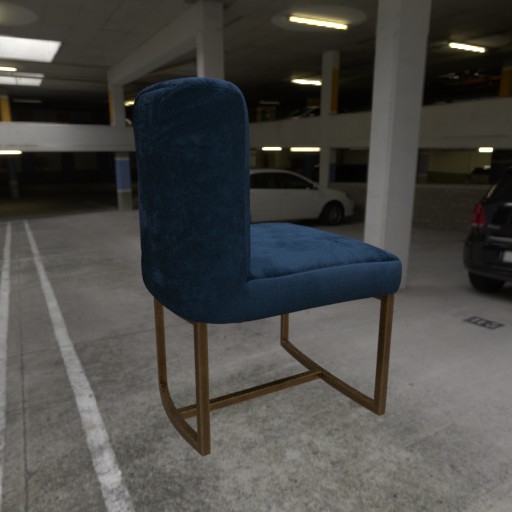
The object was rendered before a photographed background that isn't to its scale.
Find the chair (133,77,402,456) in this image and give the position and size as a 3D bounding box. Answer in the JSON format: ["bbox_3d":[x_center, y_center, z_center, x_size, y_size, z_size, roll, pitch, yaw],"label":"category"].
[{"bbox_3d":[0.000,0.000,1.175,0.560,0.824,0.530,-8,16,-28],"label":"chair"}]
